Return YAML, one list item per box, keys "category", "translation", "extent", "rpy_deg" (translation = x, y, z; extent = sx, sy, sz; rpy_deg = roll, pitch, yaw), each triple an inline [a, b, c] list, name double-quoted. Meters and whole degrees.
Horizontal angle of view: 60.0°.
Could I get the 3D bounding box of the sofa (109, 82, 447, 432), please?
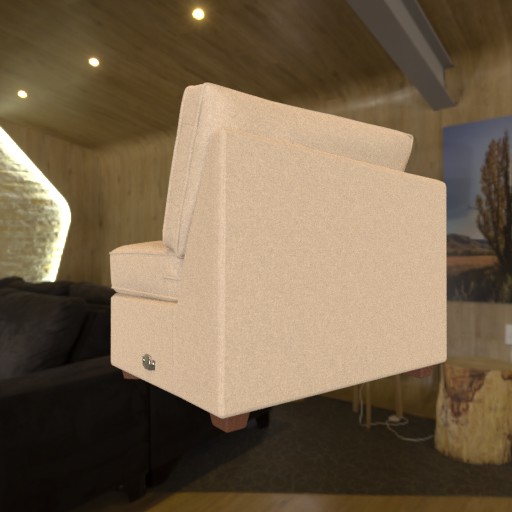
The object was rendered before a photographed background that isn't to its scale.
- category: "sofa"
  translation: [0.000, 0.000, 1.791]
  extent: [1.042, 0.937, 1.050]
  rpy_deg: [0, 0, -37]
